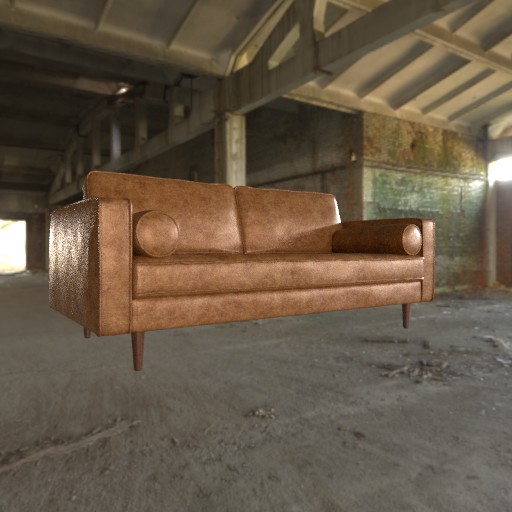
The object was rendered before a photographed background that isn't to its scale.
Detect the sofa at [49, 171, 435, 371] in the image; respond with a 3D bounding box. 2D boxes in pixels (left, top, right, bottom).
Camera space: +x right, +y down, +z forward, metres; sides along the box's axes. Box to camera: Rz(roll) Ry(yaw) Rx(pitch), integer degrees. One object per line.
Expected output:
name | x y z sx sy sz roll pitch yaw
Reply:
sofa | 0.000 0.000 2.379 1.920 0.825 0.924 0 1 -35
